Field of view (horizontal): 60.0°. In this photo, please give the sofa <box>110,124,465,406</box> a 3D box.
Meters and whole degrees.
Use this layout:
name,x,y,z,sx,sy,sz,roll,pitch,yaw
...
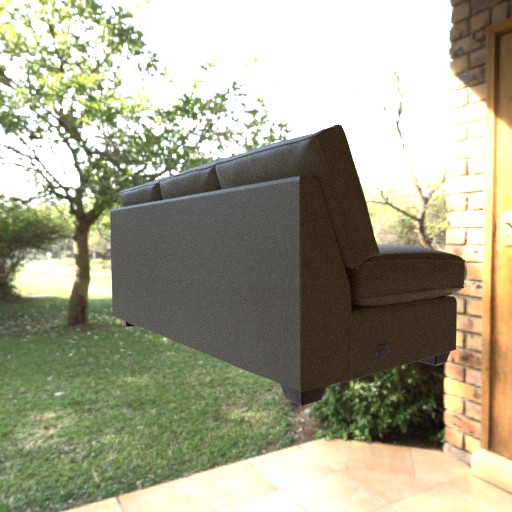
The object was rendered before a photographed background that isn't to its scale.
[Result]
name,x,y,z,sx,sy,sz,roll,pitch,yaw
sofa,0.000,0.000,2.511,1.027,0.973,1.962,-1,2,-36
